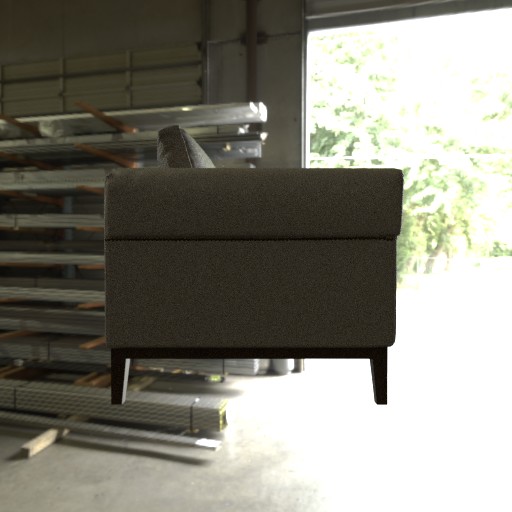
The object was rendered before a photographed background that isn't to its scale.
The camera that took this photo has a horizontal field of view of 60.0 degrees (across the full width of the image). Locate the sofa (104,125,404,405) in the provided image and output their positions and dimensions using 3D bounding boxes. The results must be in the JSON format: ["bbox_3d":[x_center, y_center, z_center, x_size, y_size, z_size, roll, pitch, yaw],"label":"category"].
[{"bbox_3d":[0.000,0.000,2.087,0.899,0.873,1.598,0,1,0],"label":"sofa"}]
